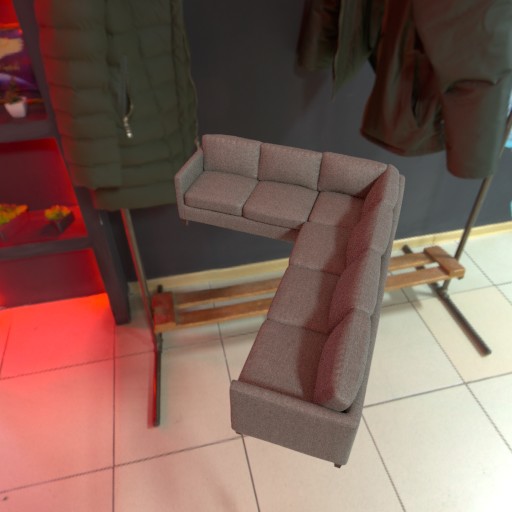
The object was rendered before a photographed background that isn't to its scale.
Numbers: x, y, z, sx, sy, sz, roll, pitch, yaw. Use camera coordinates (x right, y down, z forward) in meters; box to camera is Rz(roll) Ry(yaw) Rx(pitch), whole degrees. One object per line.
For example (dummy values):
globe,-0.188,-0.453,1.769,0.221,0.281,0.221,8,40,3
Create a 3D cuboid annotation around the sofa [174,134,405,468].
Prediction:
sofa,0.000,0.000,4.480,2.593,0.947,3.302,13,43,14
